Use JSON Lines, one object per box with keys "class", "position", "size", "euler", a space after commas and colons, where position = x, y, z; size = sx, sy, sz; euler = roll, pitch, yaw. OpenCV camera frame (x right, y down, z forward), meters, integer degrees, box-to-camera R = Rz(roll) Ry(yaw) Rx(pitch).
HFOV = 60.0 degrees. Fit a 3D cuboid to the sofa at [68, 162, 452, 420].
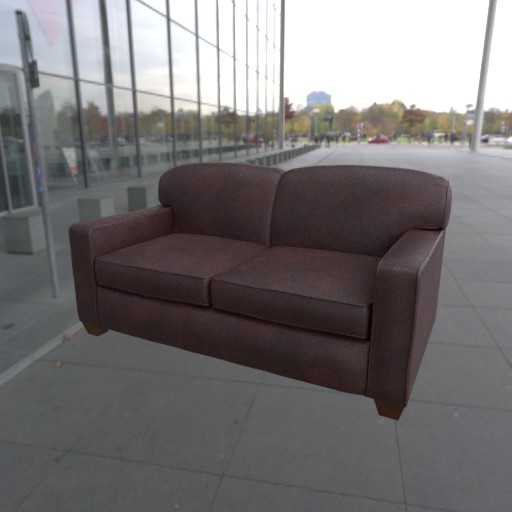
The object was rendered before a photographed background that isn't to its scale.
{"class": "sofa", "position": [0.000, 0.000, 2.437], "size": [1.856, 0.966, 1.000], "euler": [8, 17, 27]}
